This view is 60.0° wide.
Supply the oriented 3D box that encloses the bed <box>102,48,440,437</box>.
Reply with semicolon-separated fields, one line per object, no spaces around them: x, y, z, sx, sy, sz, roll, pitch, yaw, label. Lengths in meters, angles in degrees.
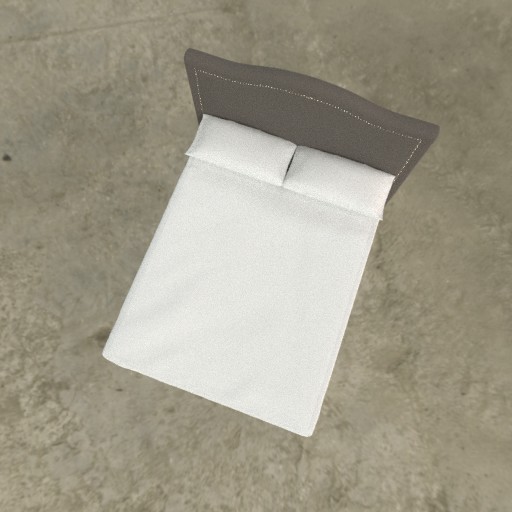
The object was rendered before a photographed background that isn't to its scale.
0.000;0.000;3.089;1.666;1.387;2.036;19;76;5;bed
